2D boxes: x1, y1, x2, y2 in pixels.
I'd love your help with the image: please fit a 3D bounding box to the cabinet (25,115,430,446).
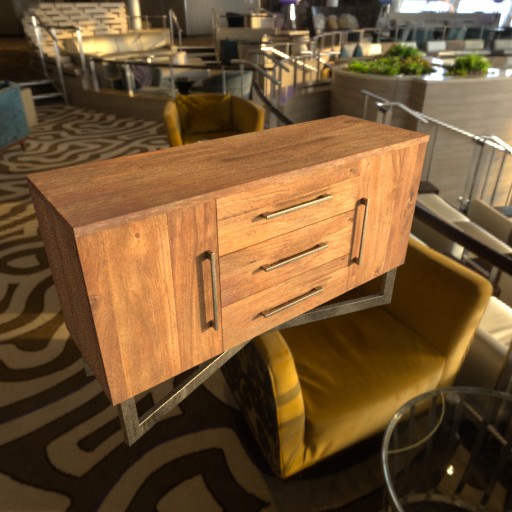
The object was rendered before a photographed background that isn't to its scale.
[{"bbox_3d":[0.000,0.000,1.723,1.373,0.812,0.480,-20,36,-31],"label":"cabinet"}]
